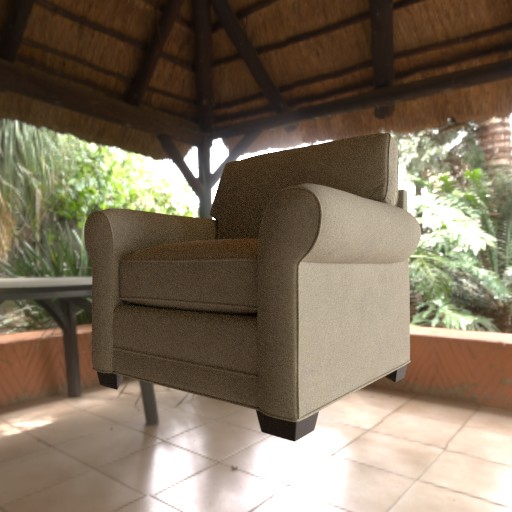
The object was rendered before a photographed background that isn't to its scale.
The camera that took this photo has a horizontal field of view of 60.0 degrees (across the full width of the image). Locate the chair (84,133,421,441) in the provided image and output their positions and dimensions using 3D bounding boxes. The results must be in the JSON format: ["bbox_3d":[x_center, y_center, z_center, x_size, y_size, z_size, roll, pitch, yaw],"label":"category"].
[{"bbox_3d":[0.000,0.000,1.849,1.147,1.044,0.939,-1,-1,38],"label":"chair"}]
